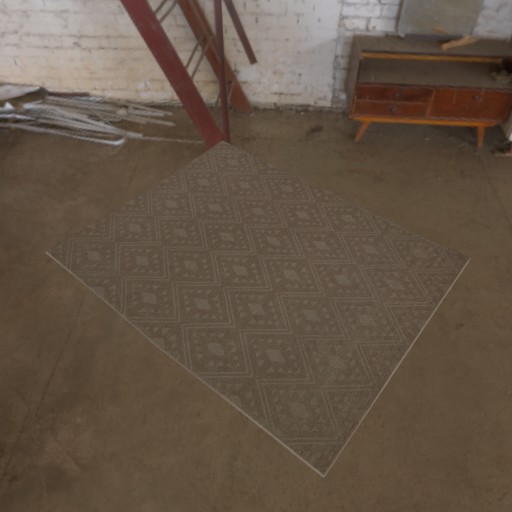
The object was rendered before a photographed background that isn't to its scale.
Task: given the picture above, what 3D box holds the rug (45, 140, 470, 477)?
[{"bbox_3d":[0.000,0.000,3.991,3.011,0.054,2.399,31,54,26],"label":"rug"}]
